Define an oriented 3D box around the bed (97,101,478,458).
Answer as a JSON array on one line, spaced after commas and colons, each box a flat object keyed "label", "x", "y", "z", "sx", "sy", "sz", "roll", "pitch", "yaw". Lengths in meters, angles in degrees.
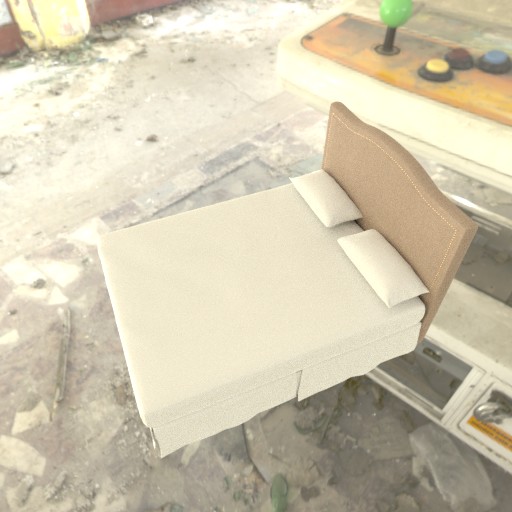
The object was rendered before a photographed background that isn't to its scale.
[{"label": "bed", "x": 0.000, "y": 0.000, "z": 3.417, "sx": 2.282, "sy": 1.436, "sz": 1.821, "roll": -17, "pitch": 49, "yaw": -15}]
